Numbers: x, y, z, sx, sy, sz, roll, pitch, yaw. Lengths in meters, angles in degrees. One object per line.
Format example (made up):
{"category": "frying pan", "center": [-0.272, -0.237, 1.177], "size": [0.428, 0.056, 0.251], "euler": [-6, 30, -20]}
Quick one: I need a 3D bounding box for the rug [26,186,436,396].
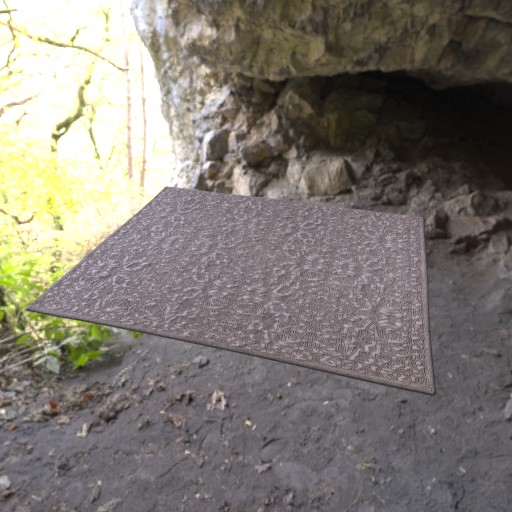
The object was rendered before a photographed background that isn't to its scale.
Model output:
{"category": "rug", "center": [0.000, 0.000, 4.074], "size": [3.017, 0.035, 2.472], "euler": [9, 33, 13]}
